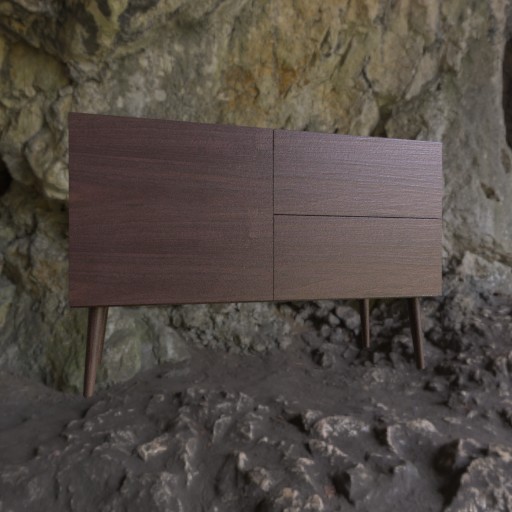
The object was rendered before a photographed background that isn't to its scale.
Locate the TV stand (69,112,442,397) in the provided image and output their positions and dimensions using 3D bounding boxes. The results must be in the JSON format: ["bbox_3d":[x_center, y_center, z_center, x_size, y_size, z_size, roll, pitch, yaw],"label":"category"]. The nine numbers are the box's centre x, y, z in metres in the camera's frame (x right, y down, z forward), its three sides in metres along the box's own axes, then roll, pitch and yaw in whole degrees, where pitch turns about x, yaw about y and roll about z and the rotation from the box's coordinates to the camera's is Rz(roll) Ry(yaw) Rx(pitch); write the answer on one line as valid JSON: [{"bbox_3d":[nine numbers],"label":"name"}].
[{"bbox_3d":[0.000,0.000,1.325,0.990,0.660,0.405,0,0,-16],"label":"TV stand"}]
